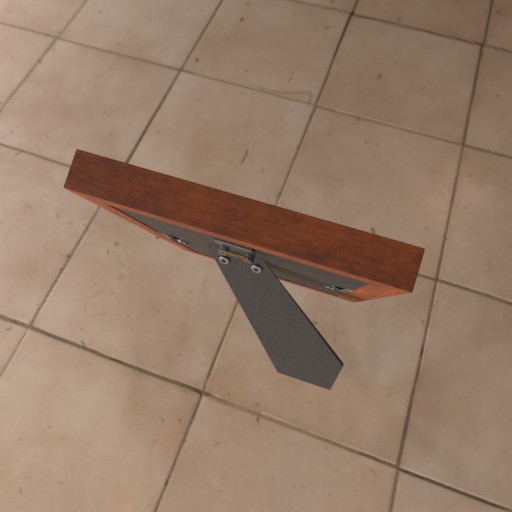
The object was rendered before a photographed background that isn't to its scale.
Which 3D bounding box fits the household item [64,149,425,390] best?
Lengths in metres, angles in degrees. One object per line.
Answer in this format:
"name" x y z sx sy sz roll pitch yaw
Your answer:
"household item" 0.000 0.000 0.293 0.160 0.204 0.096 17 66 8
